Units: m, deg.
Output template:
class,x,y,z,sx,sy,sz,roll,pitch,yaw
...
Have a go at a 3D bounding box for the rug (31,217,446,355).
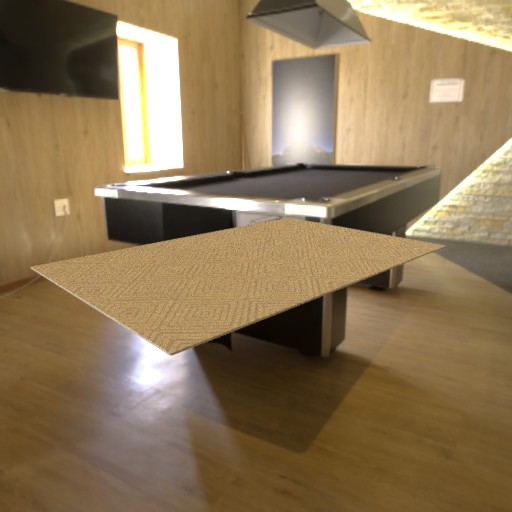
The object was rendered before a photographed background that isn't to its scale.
class,x,y,z,sx,sy,sz,roll,pitch,yaw
rug,0.000,0.000,2.208,1.753,0.008,1.143,-14,21,-42
